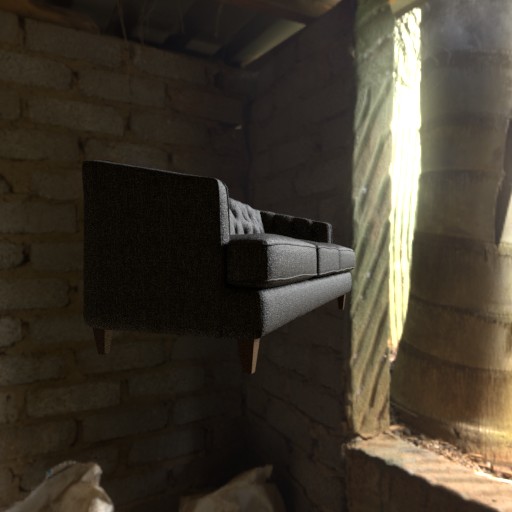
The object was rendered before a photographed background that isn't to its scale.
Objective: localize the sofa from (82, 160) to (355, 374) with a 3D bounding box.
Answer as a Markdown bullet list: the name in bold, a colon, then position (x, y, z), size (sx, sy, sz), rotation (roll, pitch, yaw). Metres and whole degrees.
- **sofa**: position (0.000, 0.000, 2.719), size (0.941, 0.855, 2.278), rotation (0, 0, 20)
